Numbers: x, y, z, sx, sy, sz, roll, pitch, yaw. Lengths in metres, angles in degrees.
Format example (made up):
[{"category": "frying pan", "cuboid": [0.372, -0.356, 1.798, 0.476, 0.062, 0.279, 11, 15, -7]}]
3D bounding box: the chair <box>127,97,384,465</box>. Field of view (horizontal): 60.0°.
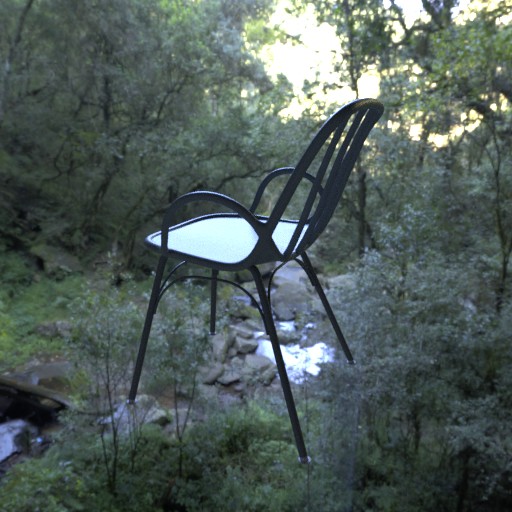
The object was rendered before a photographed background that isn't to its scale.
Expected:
[{"category": "chair", "cuboid": [0.000, 0.000, 1.229, 0.597, 0.816, 0.549, 8, 19, 23]}]
